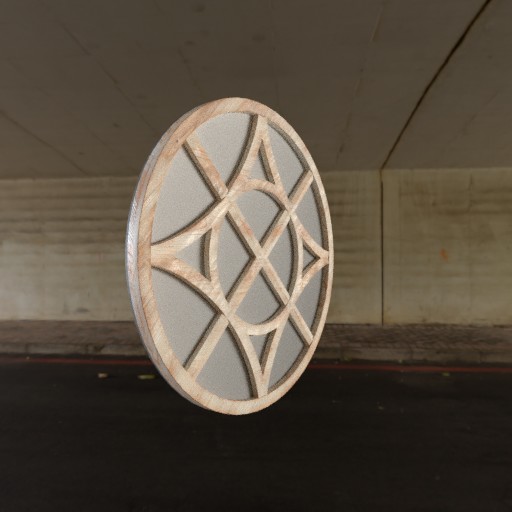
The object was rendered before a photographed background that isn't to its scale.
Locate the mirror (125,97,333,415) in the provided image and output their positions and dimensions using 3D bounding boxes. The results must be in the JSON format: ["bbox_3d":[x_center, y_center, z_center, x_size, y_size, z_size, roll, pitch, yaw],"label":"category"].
[{"bbox_3d":[0.000,0.000,1.044,0.038,0.710,0.710,0,-1,37],"label":"mirror"}]
